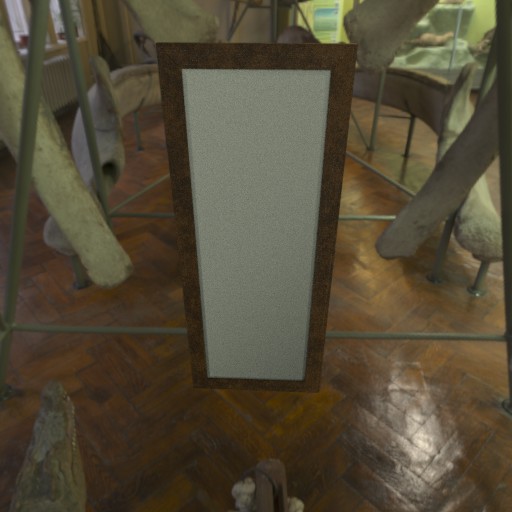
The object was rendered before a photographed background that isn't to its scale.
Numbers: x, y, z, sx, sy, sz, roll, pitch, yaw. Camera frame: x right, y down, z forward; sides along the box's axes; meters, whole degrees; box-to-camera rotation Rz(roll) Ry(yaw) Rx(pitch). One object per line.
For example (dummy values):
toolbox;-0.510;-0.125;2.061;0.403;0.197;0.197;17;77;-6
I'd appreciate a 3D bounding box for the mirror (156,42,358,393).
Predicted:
mirror;0.000;0.000;2.332;0.812;2.031;0.032;1;32;2
